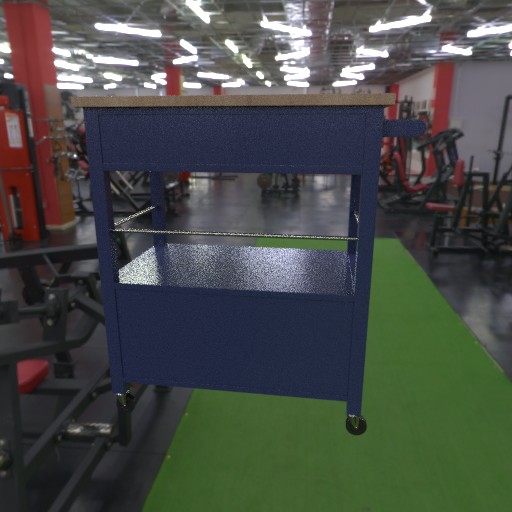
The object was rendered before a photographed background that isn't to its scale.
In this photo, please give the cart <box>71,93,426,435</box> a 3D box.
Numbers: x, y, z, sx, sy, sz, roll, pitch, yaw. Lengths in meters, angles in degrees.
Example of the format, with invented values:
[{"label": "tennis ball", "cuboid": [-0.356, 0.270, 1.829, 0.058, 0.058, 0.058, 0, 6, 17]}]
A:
[{"label": "cart", "cuboid": [0.000, 0.000, 1.358, 0.840, 0.901, 0.459, 2, 16, 8]}]
